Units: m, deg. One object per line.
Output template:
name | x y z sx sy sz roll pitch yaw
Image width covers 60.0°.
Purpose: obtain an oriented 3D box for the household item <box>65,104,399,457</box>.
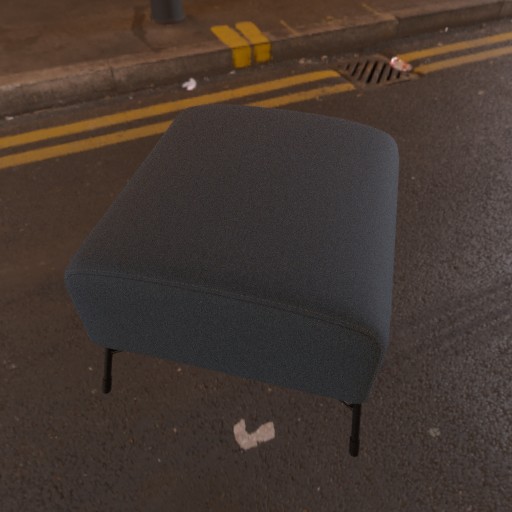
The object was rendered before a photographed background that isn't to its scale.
household item | 0.000 0.000 0.898 0.530 0.420 0.530 10 47 10
